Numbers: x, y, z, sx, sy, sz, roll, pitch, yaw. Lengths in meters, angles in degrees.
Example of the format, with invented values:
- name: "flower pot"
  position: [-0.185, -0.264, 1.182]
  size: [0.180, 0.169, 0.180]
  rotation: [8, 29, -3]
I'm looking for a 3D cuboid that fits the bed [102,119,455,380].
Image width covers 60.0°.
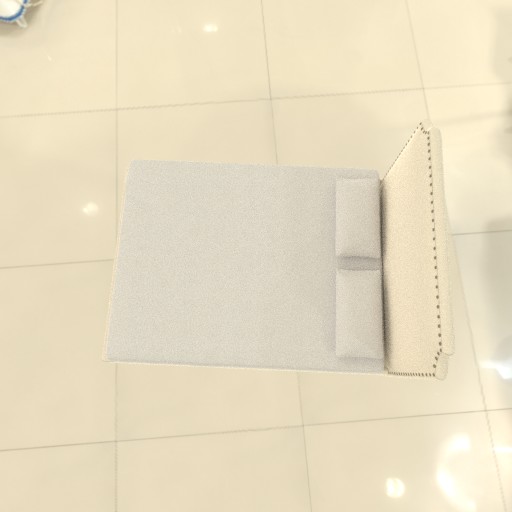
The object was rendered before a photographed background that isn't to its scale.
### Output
- name: "bed"
  position: [0.000, 0.000, 3.401]
  size: [2.372, 1.497, 1.712]
  rotation: [2, 76, 1]
